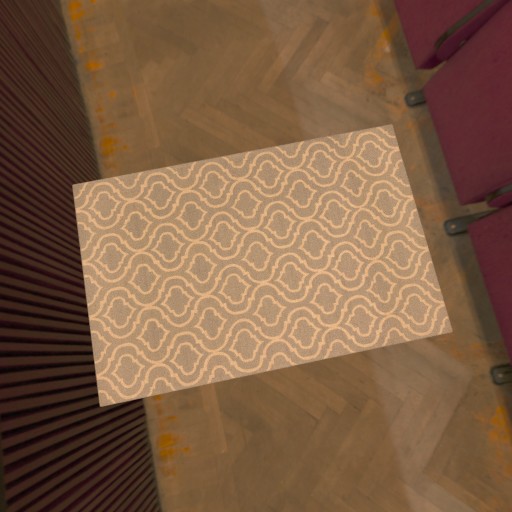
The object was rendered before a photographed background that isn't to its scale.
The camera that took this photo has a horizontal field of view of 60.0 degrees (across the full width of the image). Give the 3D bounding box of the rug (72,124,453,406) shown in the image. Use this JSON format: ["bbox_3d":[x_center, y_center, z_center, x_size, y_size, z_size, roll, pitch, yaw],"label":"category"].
[{"bbox_3d":[0.000,0.000,2.265,1.749,0.015,1.141,-11,78,-2],"label":"rug"}]
